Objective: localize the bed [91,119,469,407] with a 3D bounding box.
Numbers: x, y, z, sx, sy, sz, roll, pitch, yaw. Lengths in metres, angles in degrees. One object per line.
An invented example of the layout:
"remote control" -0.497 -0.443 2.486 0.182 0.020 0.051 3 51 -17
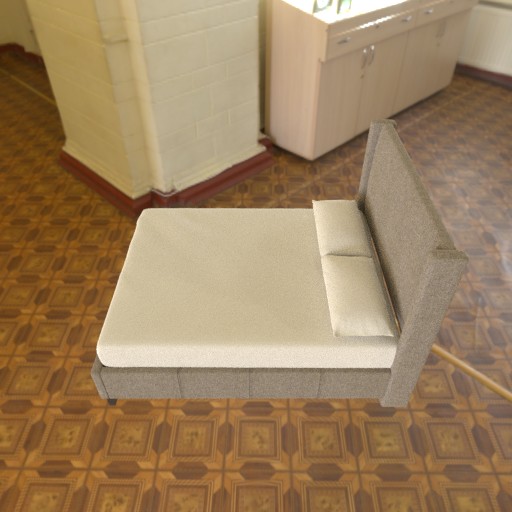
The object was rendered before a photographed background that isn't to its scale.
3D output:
"bed" 0.000 0.000 3.432 2.245 1.481 1.714 0 41 0
